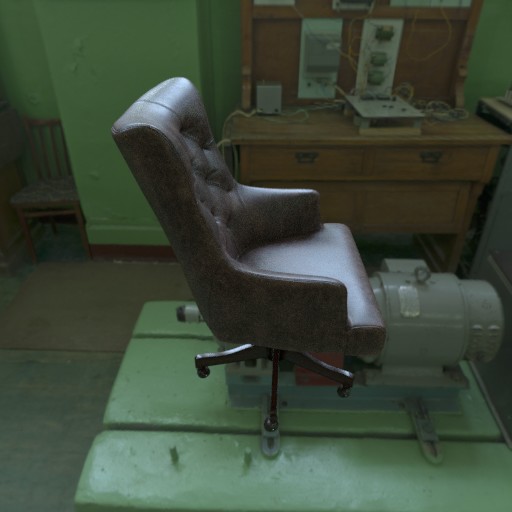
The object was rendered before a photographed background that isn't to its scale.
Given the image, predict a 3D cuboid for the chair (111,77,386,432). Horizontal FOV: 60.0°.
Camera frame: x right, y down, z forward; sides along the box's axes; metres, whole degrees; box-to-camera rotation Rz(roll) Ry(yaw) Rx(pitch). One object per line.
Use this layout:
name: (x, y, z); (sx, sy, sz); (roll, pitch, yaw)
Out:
chair: (0.000, 0.000, 1.489); (0.762, 1.035, 0.641); (0, 32, 0)
